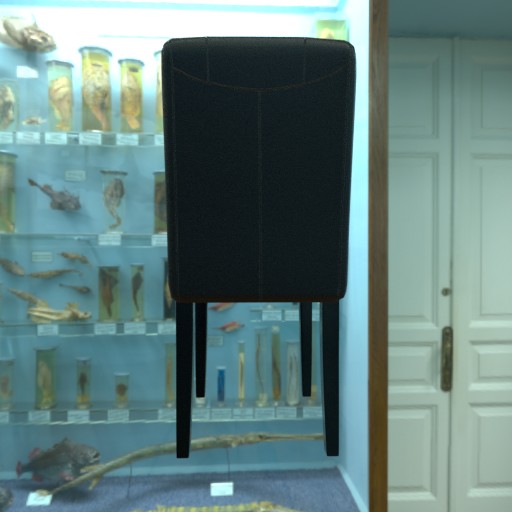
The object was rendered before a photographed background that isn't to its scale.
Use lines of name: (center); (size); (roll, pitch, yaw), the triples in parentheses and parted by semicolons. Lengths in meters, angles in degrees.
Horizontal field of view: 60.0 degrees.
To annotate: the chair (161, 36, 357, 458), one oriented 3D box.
chair: (0.000, 0.000, 1.164); (0.399, 0.897, 0.556); (0, 1, -2)
